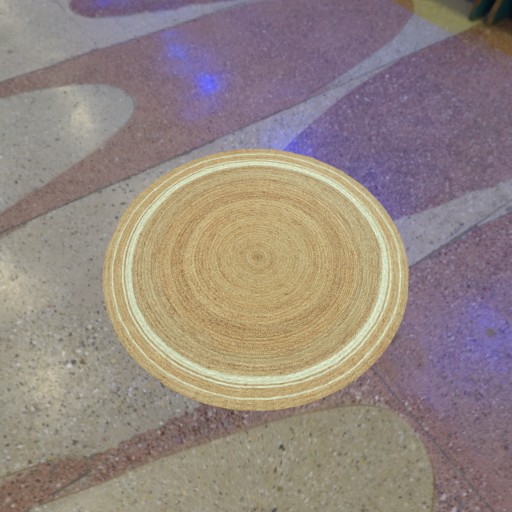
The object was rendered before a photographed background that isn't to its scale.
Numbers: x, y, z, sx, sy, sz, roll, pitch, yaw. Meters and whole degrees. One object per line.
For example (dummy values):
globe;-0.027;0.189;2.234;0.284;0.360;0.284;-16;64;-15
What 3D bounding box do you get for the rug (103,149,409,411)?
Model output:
rug;0.000;0.000;3.600;2.444;0.015;2.444;0;57;0
